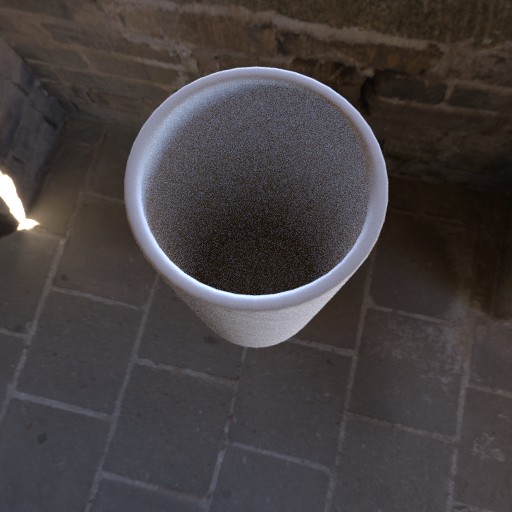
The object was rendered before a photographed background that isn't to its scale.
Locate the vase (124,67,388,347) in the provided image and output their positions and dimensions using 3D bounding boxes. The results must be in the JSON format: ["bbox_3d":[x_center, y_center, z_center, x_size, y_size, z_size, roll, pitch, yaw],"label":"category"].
[{"bbox_3d":[0.000,0.000,0.382,0.143,0.316,0.143,0,76,0],"label":"vase"}]
